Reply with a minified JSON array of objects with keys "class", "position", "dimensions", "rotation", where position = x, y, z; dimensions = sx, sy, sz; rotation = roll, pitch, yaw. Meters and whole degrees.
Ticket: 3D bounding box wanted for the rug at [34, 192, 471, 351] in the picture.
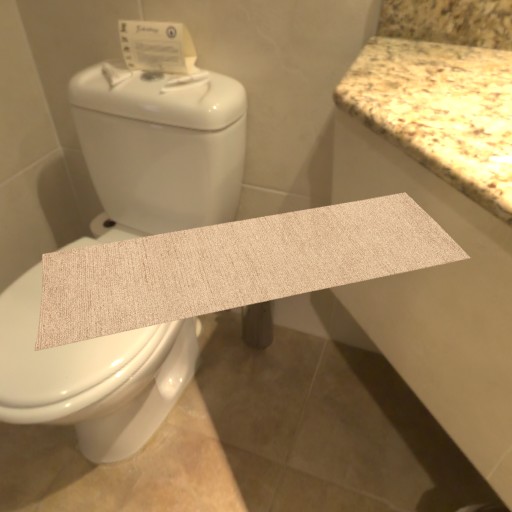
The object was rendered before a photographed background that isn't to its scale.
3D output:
[{"class":"rug","position":[0.000,0.000,2.530],"dimensions":[2.346,0.013,0.712],"rotation":[-11,42,-12]}]
